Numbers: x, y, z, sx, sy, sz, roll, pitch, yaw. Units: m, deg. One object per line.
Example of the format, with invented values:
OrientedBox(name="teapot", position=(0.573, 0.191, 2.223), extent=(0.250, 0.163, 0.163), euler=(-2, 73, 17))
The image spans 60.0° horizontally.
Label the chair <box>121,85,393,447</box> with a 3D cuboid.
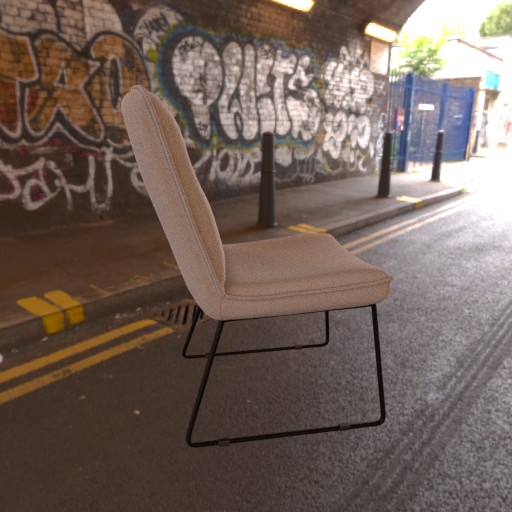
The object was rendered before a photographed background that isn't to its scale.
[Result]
OrientedBox(name="chair", position=(0.000, 0.000, 1.353), extent=(0.688, 0.930, 0.515), euler=(-3, 16, -10))
